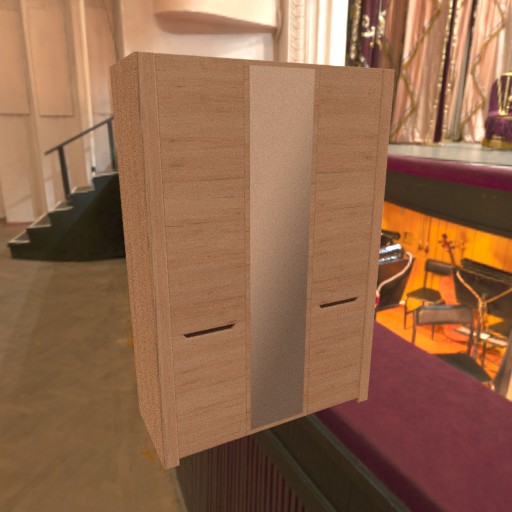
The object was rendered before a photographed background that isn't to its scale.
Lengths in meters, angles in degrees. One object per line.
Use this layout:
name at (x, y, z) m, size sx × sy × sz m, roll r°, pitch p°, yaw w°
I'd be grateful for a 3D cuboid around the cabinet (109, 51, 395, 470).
cabinet at (0.000, 0.000, 2.637) m, size 1.400 × 2.070 × 0.580 m, roll -8°, pitch 19°, yaw -26°
